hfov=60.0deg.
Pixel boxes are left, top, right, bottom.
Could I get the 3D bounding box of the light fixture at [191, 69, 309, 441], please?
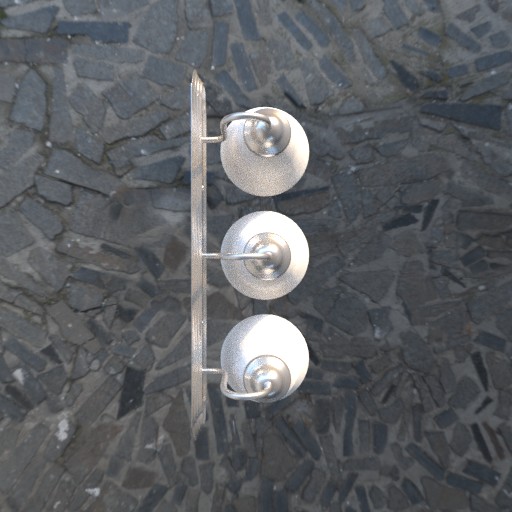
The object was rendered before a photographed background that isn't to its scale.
[{"bbox_3d":[0.000,0.000,0.712,0.199,0.222,0.610,0,91,0],"label":"light fixture"}]
